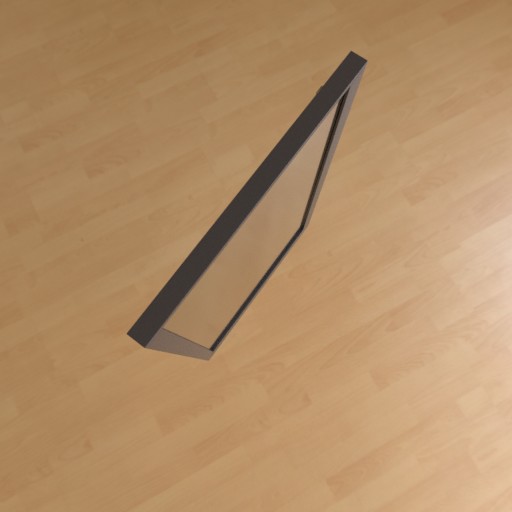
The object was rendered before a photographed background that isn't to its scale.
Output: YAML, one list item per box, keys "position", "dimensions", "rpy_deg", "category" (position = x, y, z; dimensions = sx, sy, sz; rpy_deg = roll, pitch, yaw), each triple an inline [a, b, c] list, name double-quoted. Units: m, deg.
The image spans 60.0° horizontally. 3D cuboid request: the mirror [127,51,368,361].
- position: [0.000, 0.000, 1.158]
  dimensions: [0.040, 0.915, 0.609]
  rpy_deg: [35, 78, 8]
  category: "mirror"
